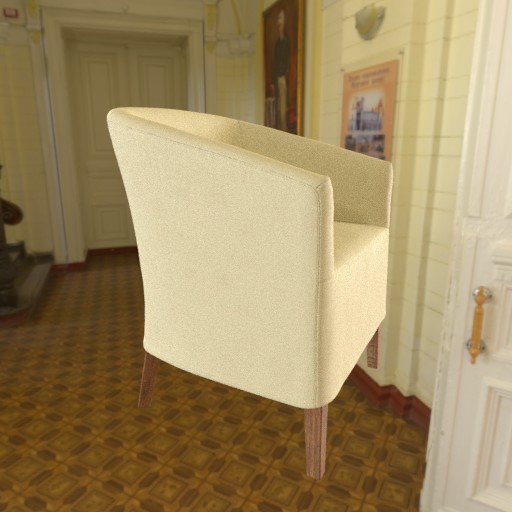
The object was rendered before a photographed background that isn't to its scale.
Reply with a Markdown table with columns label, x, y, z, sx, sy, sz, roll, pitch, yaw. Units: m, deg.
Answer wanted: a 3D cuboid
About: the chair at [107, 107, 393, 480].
| label | x | y | z | sx | sy | sz | roll | pitch | yaw |
| --- | --- | --- | --- | --- | --- | --- | --- | --- | --- |
| chair | 0.000 | 0.000 | 1.276 | 0.657 | 0.822 | 0.643 | 8 | 17 | 26 |
